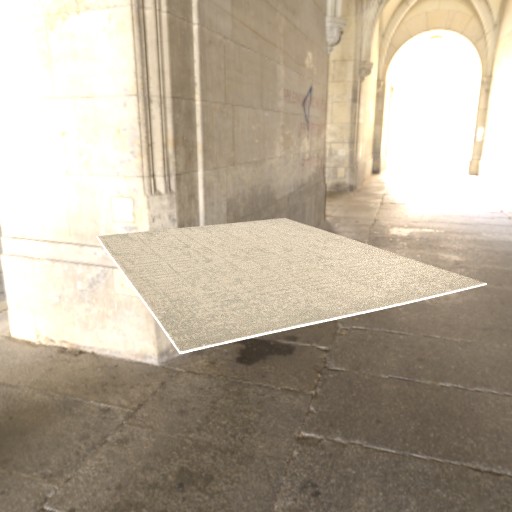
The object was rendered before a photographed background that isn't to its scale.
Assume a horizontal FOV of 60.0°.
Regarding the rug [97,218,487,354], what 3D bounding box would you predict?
[{"bbox_3d":[0.000,0.000,4.163,2.447,0.014,3.061,-8,17,-26],"label":"rug"}]
